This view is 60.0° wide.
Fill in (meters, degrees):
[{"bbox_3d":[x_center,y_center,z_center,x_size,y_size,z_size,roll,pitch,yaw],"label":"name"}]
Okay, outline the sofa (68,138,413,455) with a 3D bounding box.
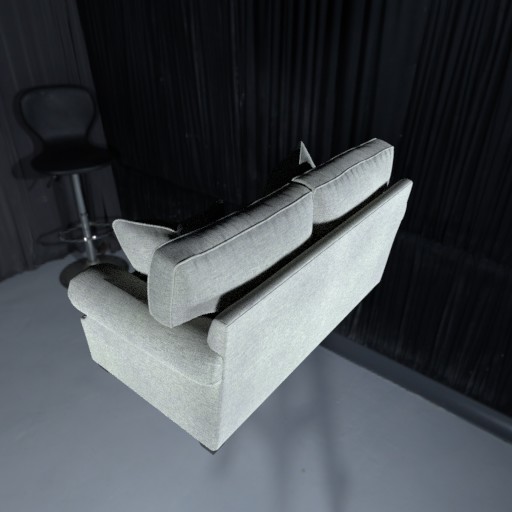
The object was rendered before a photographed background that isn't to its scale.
[{"bbox_3d":[0.000,0.000,2.297,0.966,0.966,1.701,23,38,32],"label":"sofa"}]
